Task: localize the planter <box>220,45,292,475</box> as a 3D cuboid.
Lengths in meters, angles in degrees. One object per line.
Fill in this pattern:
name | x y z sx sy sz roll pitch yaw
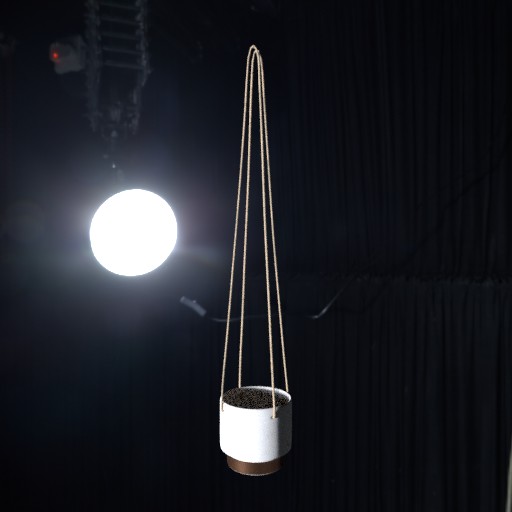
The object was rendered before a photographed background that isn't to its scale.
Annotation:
planter | 0.000 0.000 0.902 0.146 0.841 0.146 0 1 18
